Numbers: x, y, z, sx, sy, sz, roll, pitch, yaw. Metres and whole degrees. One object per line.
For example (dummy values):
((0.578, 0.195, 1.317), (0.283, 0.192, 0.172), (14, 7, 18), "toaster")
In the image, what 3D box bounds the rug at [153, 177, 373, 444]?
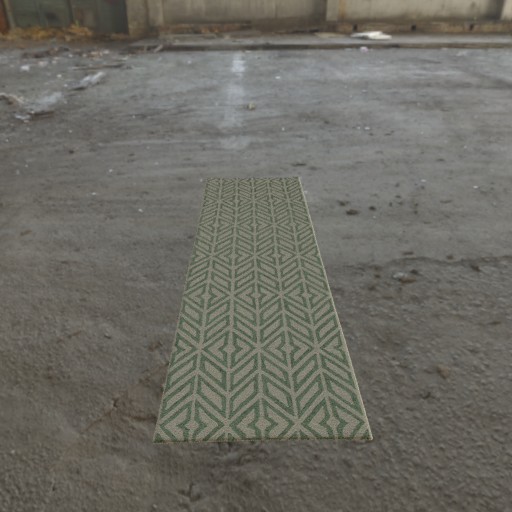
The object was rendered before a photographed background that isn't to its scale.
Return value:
((0.000, 0.000, 2.545), (0.750, 0.009, 2.435), (-1, 31, -1), "rug")
